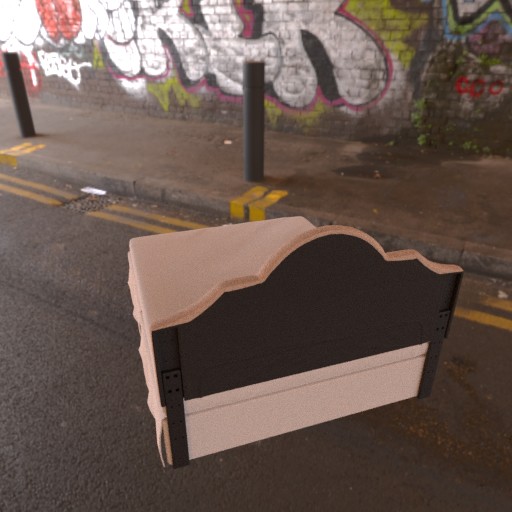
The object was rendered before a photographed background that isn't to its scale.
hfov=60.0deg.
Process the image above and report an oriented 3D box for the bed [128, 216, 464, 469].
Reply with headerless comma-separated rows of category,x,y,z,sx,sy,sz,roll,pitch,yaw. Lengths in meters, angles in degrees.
bed,0.000,0.000,2.964,1.667,1.194,1.970,-9,28,-17
